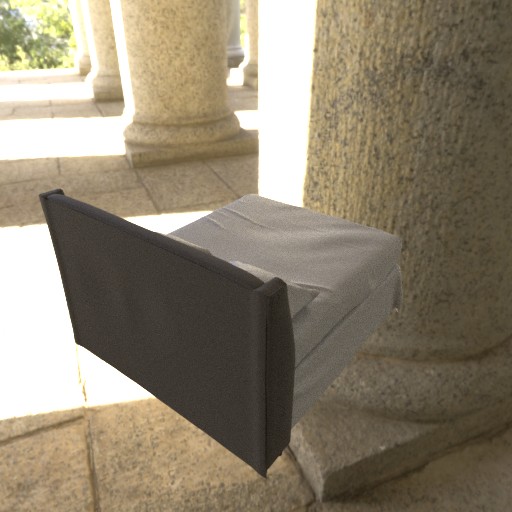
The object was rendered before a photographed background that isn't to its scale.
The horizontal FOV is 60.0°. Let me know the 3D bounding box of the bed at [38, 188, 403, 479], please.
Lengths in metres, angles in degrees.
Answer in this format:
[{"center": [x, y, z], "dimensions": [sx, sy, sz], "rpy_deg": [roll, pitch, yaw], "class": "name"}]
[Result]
[{"center": [0.000, 0.000, 3.499], "dimensions": [1.925, 1.332, 2.276], "rpy_deg": [21, 36, 32], "class": "bed"}]
